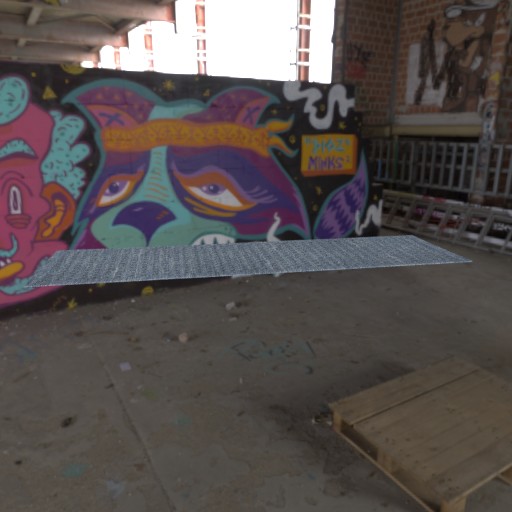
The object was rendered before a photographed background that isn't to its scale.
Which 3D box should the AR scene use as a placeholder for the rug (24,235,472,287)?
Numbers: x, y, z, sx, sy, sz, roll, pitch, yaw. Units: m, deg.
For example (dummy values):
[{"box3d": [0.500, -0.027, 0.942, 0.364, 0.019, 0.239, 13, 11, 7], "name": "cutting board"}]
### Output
[{"box3d": [0.000, 0.000, 2.696, 2.443, 0.008, 0.688, -3, 16, -10], "name": "rug"}]
